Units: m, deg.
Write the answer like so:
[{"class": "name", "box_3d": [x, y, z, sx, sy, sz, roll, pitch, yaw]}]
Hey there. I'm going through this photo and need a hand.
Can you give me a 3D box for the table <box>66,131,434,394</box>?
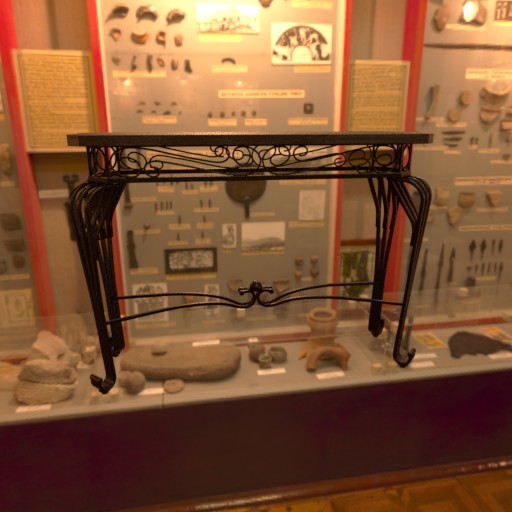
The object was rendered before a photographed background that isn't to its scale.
[{"class": "table", "box_3d": [0.000, 0.000, 1.496, 1.112, 0.800, 0.329, -3, 17, -9]}]
